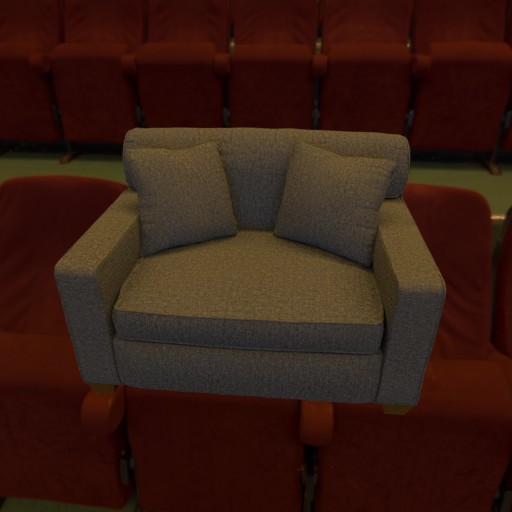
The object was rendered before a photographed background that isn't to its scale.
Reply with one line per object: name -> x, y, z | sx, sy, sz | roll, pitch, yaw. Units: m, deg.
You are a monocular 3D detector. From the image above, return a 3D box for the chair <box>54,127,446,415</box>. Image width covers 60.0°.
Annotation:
chair -> 0.000, 0.000, 1.997 | 1.383, 0.948, 1.000 | 3, 30, 5
